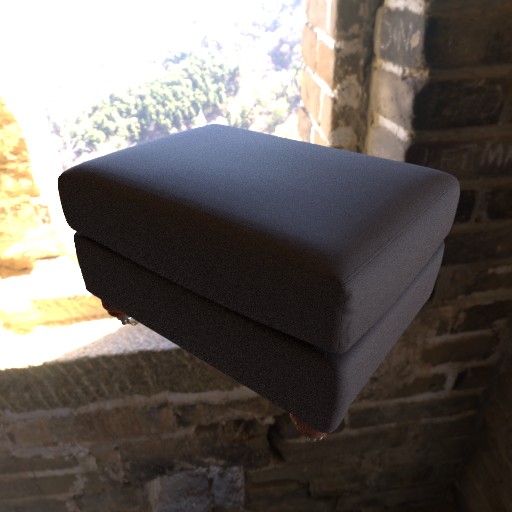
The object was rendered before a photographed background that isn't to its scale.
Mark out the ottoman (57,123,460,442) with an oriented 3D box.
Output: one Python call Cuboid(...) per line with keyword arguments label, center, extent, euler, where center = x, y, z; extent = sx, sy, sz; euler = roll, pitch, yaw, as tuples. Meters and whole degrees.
Cuboid(label="ottoman", center=(0.000, 0.000, 1.101), extent=(0.773, 0.497, 0.574), euler=(22, 37, 32))
